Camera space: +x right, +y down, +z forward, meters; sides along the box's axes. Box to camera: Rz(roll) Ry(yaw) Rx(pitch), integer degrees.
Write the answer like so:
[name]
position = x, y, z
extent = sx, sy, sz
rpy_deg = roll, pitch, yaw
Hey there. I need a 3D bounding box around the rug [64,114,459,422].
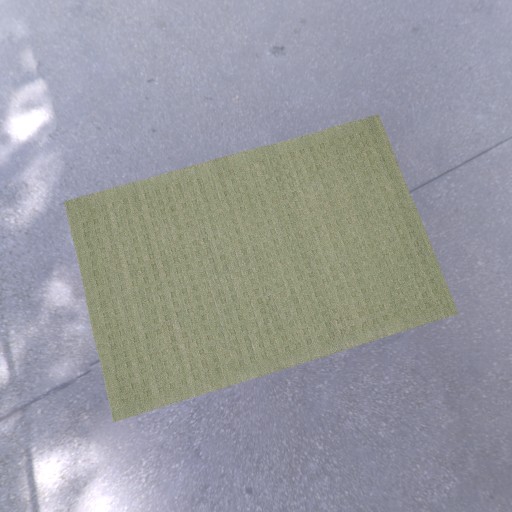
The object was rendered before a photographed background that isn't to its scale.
[rug]
position = 0.000, 0.000, 2.249
extent = 1.747, 0.006, 1.143
rpy_deg = -16, 77, -4
